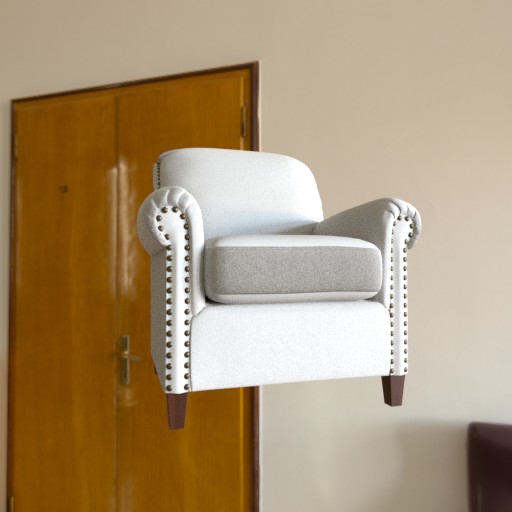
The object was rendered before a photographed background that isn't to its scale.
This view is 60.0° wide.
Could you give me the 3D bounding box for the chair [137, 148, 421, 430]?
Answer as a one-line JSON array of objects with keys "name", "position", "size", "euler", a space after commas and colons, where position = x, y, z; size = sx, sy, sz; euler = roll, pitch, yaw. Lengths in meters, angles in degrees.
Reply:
[{"name": "chair", "position": [0.000, 0.000, 1.625], "size": [0.854, 0.927, 0.890], "euler": [0, -1, -17]}]
